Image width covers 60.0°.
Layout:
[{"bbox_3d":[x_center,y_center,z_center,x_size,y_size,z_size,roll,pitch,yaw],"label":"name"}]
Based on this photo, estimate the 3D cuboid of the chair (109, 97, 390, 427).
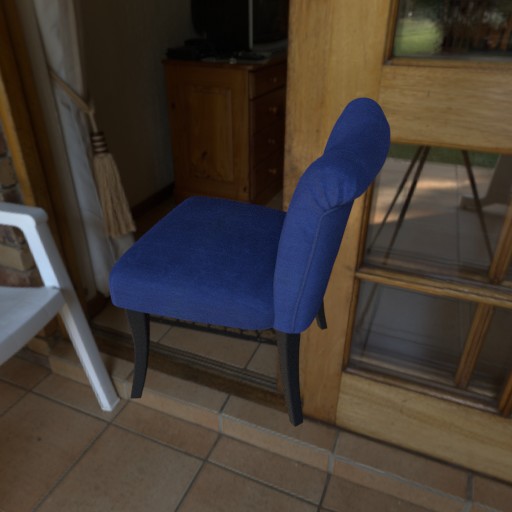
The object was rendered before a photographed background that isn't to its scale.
[{"bbox_3d":[0.000,0.000,1.200,0.606,0.753,0.585,9,31,15],"label":"chair"}]
